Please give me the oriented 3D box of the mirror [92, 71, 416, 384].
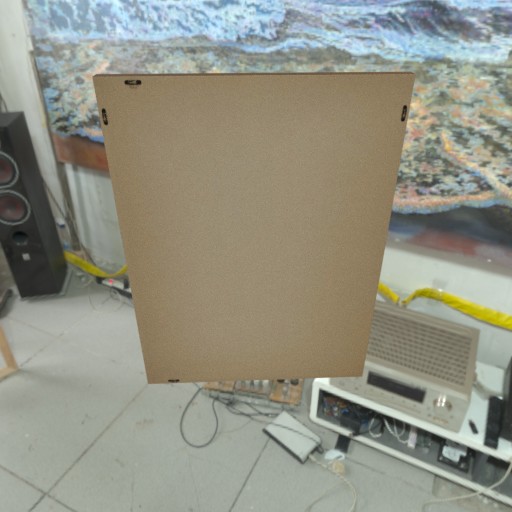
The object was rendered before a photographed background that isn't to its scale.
[{"bbox_3d":[0.000,0.000,1.321,0.762,1.016,0.040,-1,32,-2],"label":"mirror"}]
